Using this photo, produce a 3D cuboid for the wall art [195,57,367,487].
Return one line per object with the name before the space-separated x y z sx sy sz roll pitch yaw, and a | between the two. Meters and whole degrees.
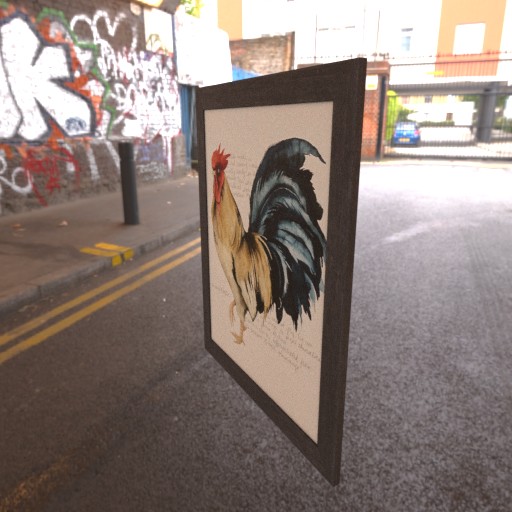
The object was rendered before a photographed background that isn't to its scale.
wall art | 0.000 0.000 0.759 0.013 0.570 0.476 -9 19 -28
